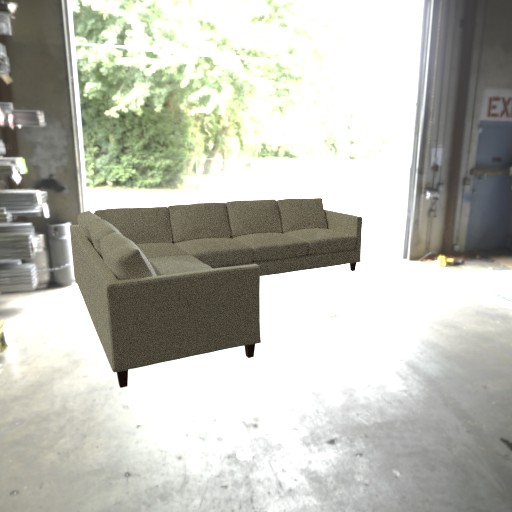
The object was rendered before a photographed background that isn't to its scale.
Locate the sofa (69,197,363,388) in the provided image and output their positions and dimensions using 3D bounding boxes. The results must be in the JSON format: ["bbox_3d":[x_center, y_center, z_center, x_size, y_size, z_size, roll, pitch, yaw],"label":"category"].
[{"bbox_3d":[0.000,0.000,4.359,3.182,0.863,2.432,-7,15,-26],"label":"sofa"}]
